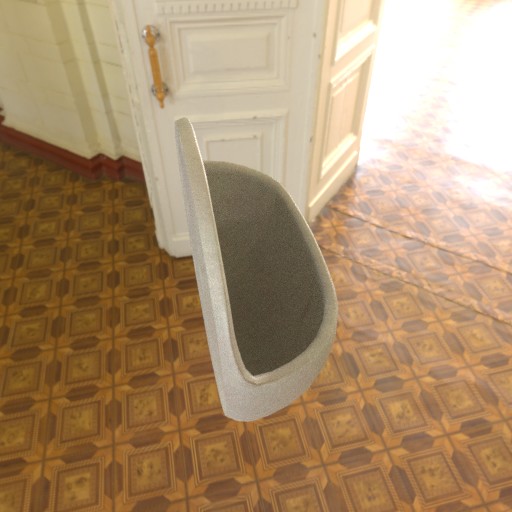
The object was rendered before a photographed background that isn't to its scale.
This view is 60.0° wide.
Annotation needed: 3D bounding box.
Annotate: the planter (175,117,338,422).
[{"bbox_3d":[0.000,0.000,0.272,0.073,0.164,0.190,-10,45,-10],"label":"planter"}]
